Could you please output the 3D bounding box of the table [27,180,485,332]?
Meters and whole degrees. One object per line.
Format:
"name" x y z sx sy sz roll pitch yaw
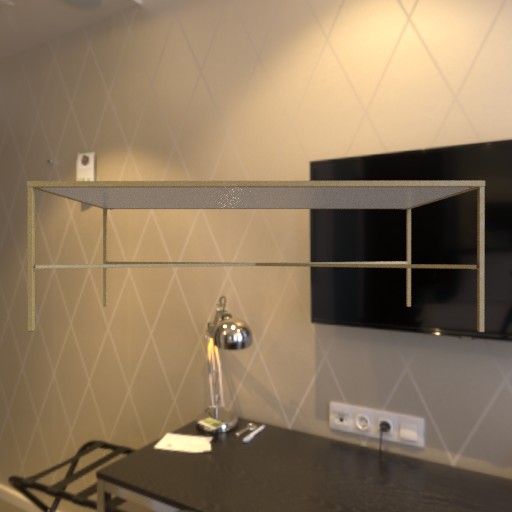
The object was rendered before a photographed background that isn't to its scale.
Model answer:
"table" 0.000 0.000 1.457 1.206 0.398 0.580 0 0 0
